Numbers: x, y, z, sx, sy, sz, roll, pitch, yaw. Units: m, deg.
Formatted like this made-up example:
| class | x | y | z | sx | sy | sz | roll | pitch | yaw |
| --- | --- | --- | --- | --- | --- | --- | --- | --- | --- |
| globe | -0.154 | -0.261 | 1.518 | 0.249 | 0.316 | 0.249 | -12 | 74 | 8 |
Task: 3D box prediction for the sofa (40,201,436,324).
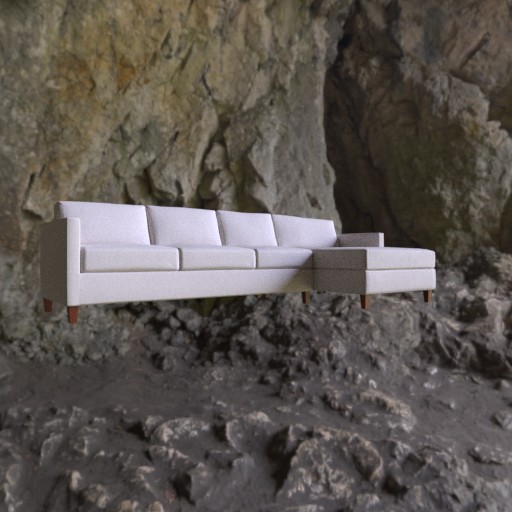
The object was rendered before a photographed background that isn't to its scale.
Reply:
| class | x | y | z | sx | sy | sz | roll | pitch | yaw |
| --- | --- | --- | --- | --- | --- | --- | --- | --- | --- |
| sofa | 0.000 | 0.000 | 4.181 | 3.471 | 0.954 | 1.599 | 0 | 0 | -36 |
